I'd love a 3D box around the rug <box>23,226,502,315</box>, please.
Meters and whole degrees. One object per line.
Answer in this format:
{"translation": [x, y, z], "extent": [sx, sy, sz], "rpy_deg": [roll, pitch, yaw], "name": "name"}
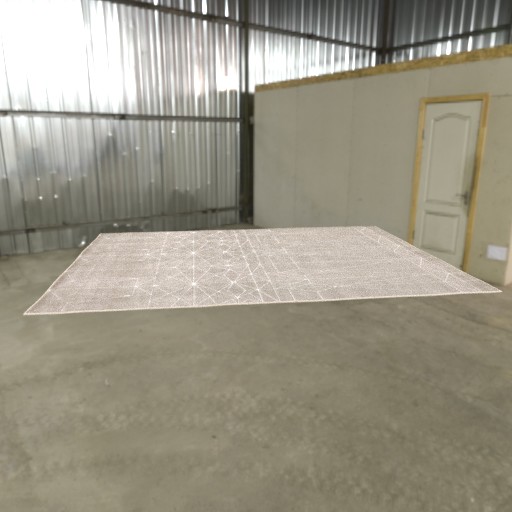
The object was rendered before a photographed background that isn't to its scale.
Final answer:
{"translation": [0.000, 0.000, 4.228], "extent": [3.357, 0.019, 2.449], "rpy_deg": [-2, 16, -7], "name": "rug"}
